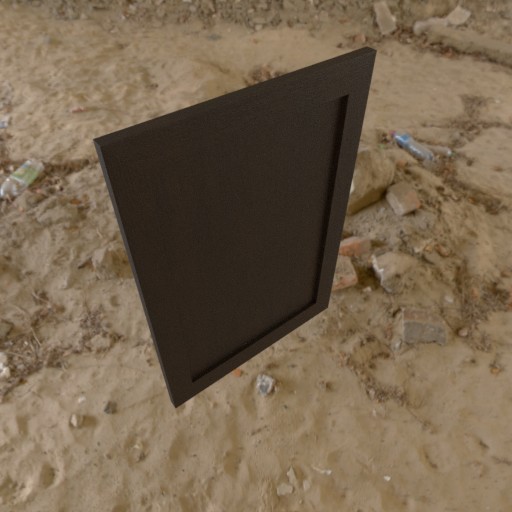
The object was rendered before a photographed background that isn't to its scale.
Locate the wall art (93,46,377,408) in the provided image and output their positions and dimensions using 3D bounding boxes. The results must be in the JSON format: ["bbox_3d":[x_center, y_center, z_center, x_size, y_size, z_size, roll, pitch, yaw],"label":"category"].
[{"bbox_3d":[0.000,0.000,0.656,0.359,0.513,0.017,-29,52,-25],"label":"wall art"}]
